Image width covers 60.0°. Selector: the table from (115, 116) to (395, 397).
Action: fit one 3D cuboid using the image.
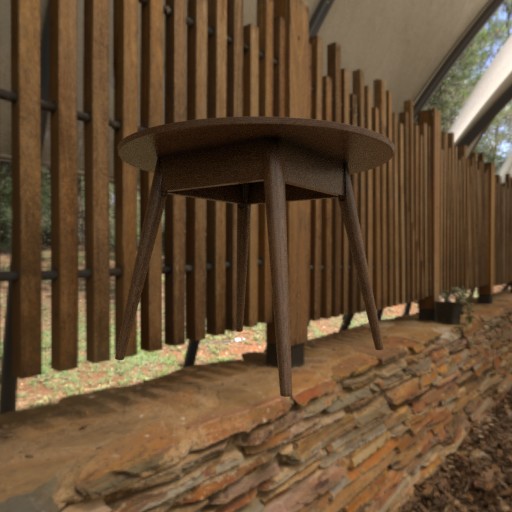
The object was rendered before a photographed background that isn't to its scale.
[{"bbox_3d":[0.000,0.000,1.765,1.053,0.786,1.053,0,0,0],"label":"table"}]
